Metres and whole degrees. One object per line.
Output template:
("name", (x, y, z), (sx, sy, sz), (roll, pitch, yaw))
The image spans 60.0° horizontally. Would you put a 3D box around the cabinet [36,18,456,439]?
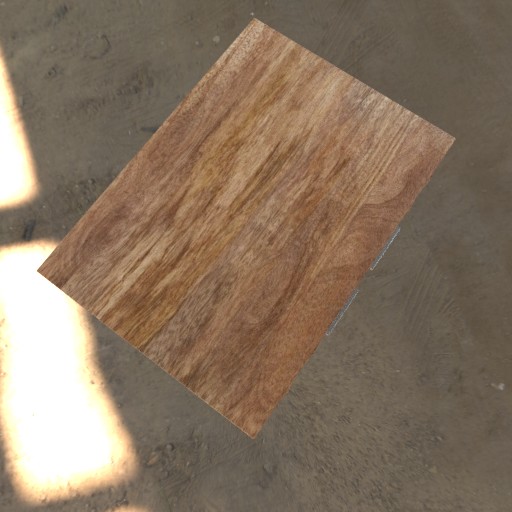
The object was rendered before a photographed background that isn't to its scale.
("cabinet", (0.000, 0.000, 1.163), (0.473, 0.758, 0.647), (35, 78, 8))
